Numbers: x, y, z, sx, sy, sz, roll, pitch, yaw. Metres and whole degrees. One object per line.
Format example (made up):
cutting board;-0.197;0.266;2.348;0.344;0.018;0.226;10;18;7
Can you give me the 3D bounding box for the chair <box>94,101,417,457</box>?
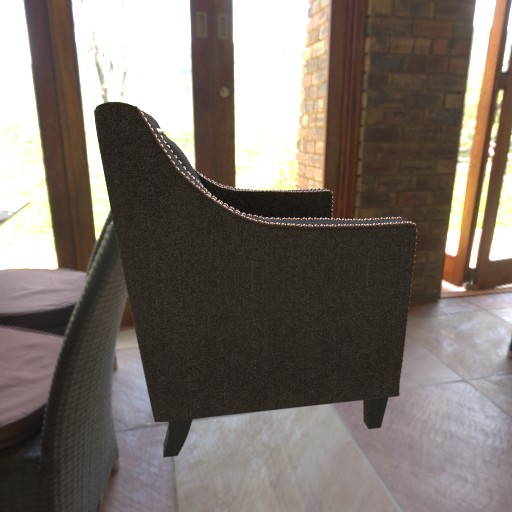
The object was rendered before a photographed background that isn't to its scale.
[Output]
chair;0.000;0.000;1.539;0.884;0.967;0.776;-3;16;-10
